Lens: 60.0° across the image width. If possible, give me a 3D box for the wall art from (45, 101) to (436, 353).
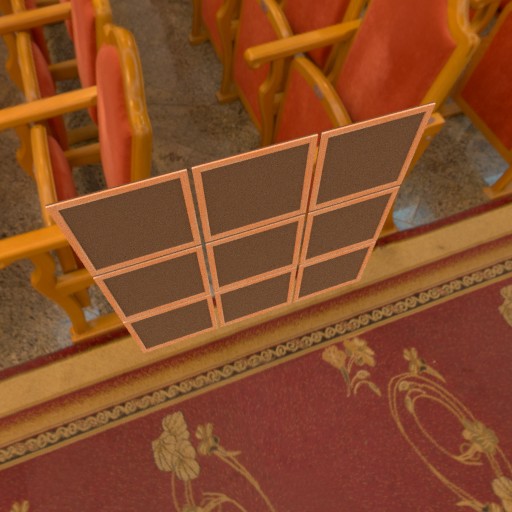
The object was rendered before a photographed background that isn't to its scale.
[{"bbox_3d":[0.000,0.000,2.292,1.520,1.525,0.013,-17,61,-10],"label":"wall art"}]
